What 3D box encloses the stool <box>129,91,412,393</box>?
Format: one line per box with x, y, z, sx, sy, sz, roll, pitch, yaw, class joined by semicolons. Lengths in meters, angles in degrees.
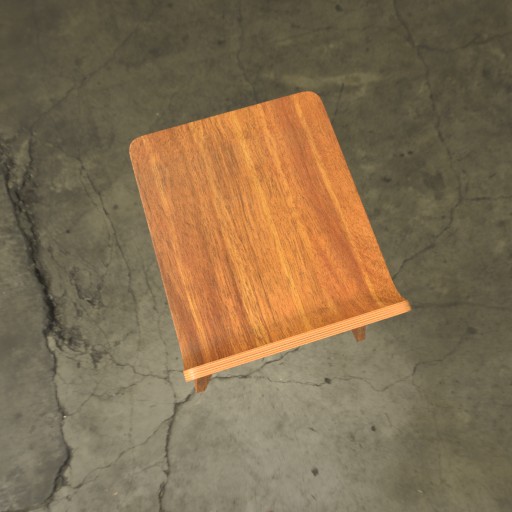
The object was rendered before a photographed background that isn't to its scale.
0.000;0.000;0.997;0.500;0.650;0.500;-17;76;-4;stool
